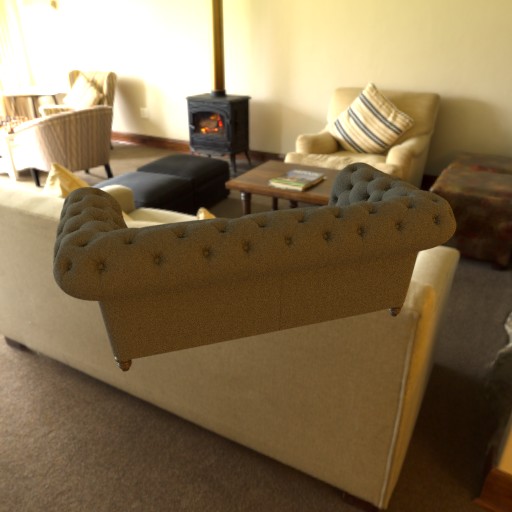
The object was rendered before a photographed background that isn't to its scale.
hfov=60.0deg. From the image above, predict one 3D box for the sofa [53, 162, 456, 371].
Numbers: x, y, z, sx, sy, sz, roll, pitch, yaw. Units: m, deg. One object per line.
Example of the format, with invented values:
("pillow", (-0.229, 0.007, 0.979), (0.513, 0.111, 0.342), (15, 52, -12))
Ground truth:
("sofa", (0.000, 0.000, 2.489), (1.998, 0.764, 0.986), (-8, 28, -16))
